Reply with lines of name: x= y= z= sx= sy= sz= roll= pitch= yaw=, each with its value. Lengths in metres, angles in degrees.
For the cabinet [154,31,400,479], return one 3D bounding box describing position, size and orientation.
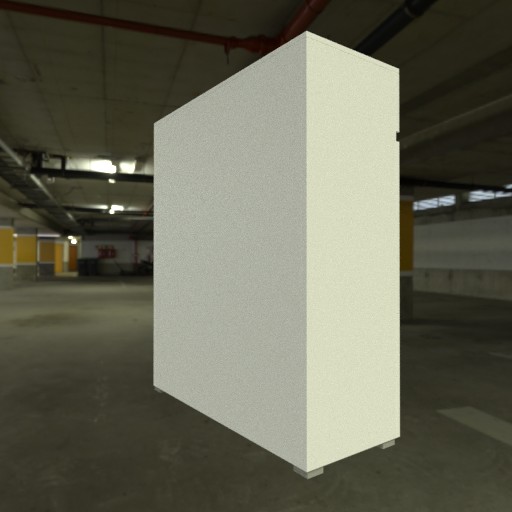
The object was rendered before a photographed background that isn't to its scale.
cabinet: x=0.000 y=0.000 z=1.696 sx=0.400 sy=1.190 sz=1.000 roll=0 pitch=0 yaw=-36
